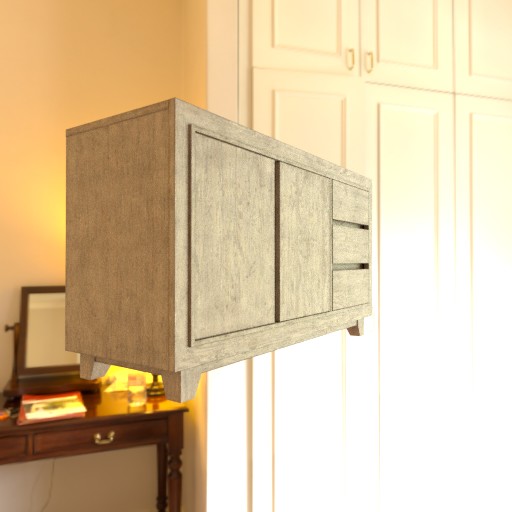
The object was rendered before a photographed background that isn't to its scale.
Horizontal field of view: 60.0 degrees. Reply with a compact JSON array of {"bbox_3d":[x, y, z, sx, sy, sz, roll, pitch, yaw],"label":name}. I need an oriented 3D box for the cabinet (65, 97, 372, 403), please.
[{"bbox_3d":[0.000,0.000,1.908,0.511,0.825,1.460,0,-1,35],"label":"cabinet"}]
